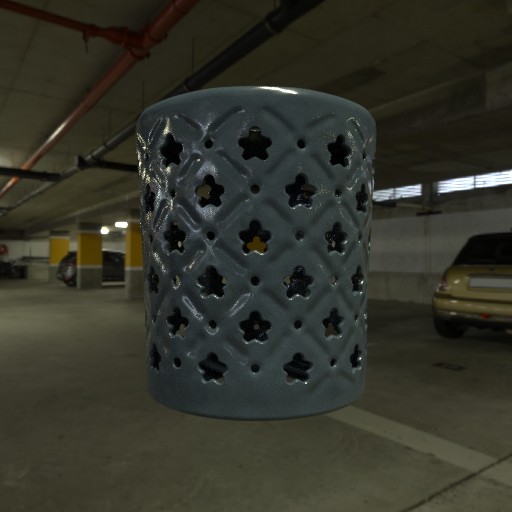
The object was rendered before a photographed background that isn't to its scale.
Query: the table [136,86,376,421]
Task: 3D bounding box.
[{"bbox_3d":[0.000,0.000,0.665,0.352,0.387,0.352,0,-1,0],"label":"table"}]
